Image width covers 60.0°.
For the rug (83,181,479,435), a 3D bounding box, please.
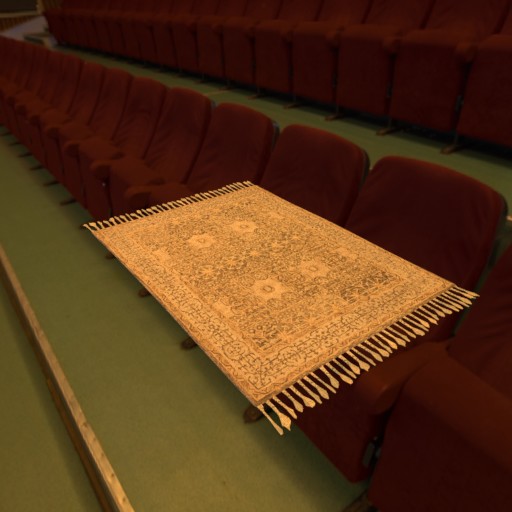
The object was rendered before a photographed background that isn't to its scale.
[{"bbox_3d":[0.000,0.000,3.117,1.619,0.023,2.465,-21,37,-31],"label":"rug"}]
